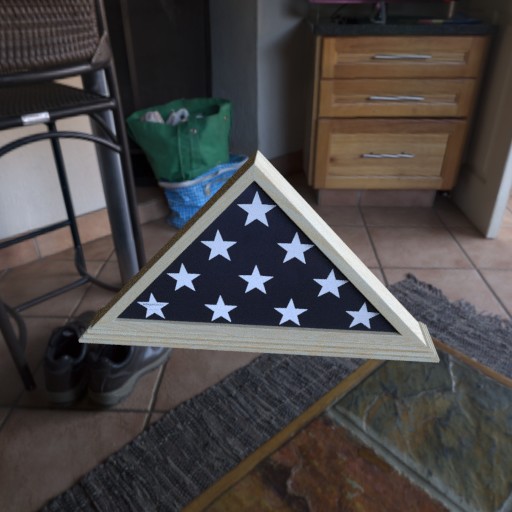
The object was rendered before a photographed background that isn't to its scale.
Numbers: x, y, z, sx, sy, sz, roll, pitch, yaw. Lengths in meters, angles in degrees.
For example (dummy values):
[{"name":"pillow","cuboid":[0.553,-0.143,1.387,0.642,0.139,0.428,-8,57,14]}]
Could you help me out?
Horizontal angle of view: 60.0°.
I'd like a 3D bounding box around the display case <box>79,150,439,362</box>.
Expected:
[{"name":"display case","cuboid":[0.000,0.000,0.741,0.640,0.340,0.095,2,30,4]}]
